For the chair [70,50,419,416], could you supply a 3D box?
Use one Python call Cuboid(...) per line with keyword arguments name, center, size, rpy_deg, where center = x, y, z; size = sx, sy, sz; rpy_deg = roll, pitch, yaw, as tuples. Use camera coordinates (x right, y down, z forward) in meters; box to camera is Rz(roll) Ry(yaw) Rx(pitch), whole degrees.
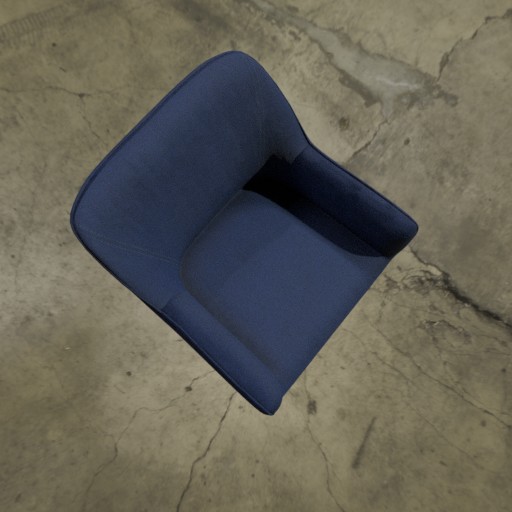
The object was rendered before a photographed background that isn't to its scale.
Cuboid(name="chair", center=(0.000, 0.000, 1.239), size=(0.600, 0.820, 0.600), rpy_deg=(39, 80, 8))
